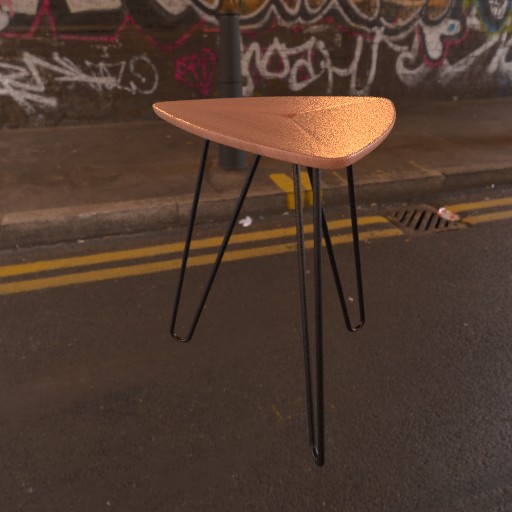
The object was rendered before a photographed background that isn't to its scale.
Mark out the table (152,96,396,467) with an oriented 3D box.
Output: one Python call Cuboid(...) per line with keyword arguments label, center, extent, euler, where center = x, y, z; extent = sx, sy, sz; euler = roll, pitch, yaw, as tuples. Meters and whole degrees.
Cuboid(label="table", center=(0.000, 0.000, 0.892), extent=(0.455, 0.564, 0.442), euler=(11, 31, 19))
